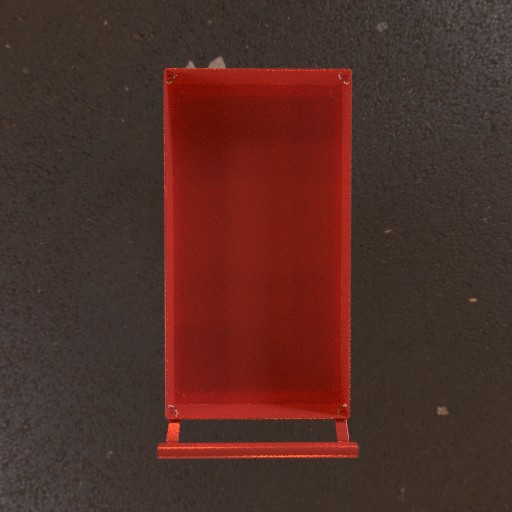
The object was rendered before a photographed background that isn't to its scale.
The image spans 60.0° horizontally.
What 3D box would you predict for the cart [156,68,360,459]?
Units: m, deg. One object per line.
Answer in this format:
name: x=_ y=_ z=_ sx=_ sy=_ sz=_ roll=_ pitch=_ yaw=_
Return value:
cart: x=0.000 y=0.000 z=1.177 sx=0.366 sy=0.780 sz=0.719 roll=0 pitch=91 yaw=-1
